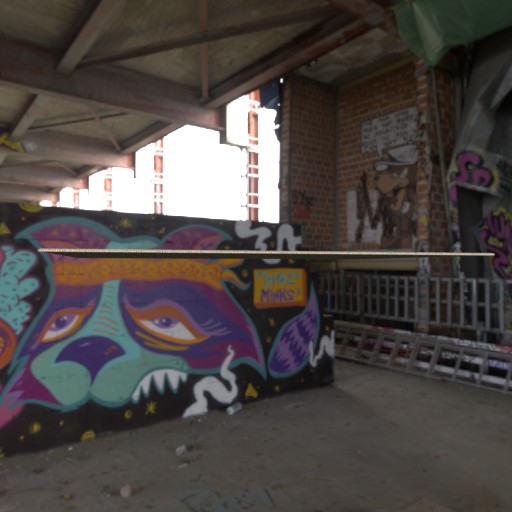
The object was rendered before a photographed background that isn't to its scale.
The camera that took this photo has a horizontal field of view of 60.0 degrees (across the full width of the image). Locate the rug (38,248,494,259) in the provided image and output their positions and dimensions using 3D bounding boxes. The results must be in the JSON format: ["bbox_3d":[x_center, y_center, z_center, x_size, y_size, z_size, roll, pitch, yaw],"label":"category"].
[{"bbox_3d":[0.000,0.000,2.268,1.829,0.010,1.219,0,-1,-16],"label":"rug"}]
